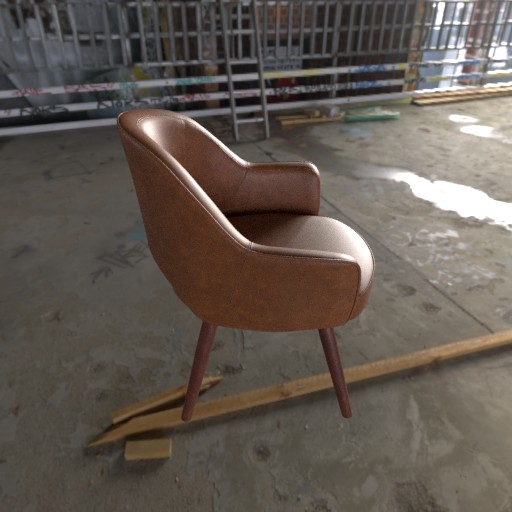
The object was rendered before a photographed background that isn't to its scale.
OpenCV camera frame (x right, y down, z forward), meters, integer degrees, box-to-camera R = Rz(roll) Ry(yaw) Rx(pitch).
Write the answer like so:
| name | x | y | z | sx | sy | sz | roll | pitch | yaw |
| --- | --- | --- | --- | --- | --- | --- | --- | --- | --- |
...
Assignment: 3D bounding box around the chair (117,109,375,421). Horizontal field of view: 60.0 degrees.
| name | x | y | z | sx | sy | sz | roll | pitch | yaw |
| --- | --- | --- | --- | --- | --- | --- | --- | --- | --- |
| chair | 0.000 | 0.000 | 1.235 | 0.640 | 0.777 | 0.591 | -1 | 32 | -1 |
